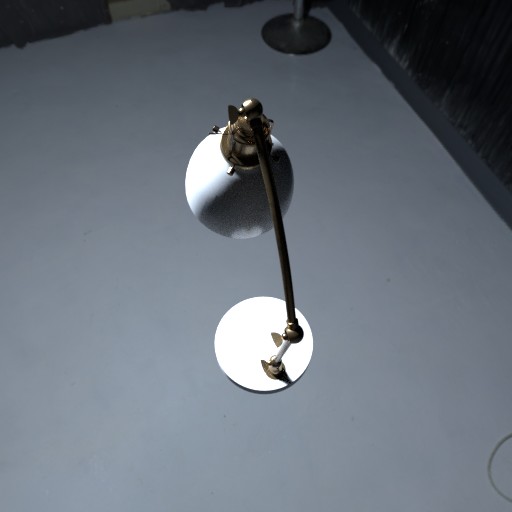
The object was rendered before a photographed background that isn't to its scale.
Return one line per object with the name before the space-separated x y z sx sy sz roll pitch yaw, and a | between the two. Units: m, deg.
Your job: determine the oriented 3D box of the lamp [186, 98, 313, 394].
lamp | 0.000 0.000 0.659 0.186 0.522 0.317 -16 60 -10
